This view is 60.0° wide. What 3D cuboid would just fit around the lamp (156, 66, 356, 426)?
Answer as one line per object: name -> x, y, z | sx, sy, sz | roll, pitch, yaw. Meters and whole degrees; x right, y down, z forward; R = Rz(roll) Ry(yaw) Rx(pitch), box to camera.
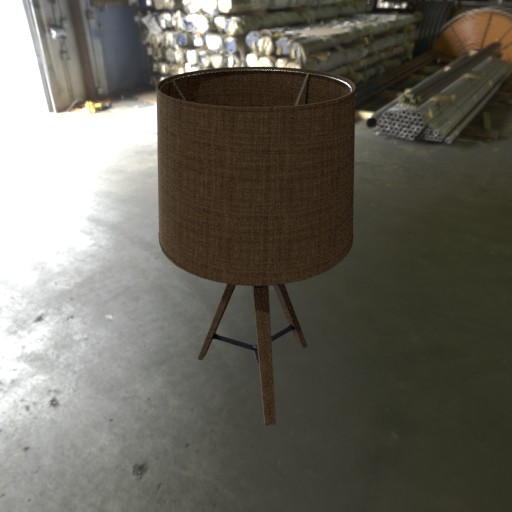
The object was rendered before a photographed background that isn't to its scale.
lamp -> 0.000, 0.000, 0.695 | 0.290, 0.514, 0.290 | 0, 32, 0
